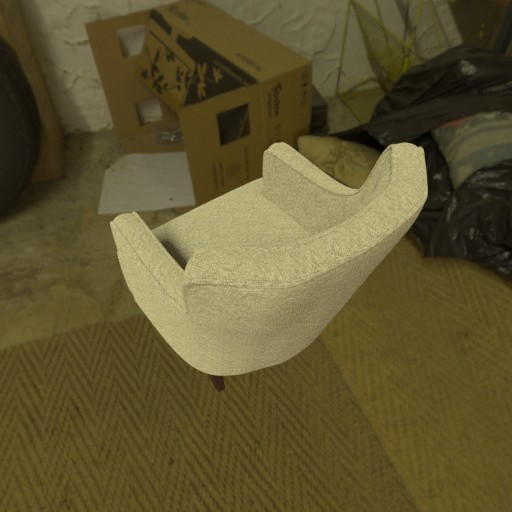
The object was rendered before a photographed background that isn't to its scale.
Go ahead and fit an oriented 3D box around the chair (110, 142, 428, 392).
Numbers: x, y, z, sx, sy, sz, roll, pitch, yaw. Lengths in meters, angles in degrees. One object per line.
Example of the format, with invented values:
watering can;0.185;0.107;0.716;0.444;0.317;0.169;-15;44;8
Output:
chair;0.000;0.000;1.652;0.820;0.920;0.910;-30;54;-25
